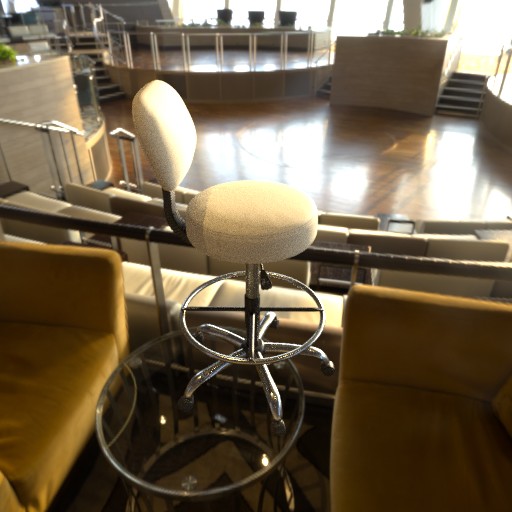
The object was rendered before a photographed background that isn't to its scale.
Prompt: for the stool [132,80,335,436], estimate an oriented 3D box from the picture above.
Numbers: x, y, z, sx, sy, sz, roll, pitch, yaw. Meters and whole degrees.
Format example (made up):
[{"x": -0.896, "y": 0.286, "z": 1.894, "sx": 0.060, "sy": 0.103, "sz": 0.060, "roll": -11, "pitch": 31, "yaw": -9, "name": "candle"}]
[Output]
[{"x": 0.000, "y": 0.000, "z": 1.478, "sx": 0.616, "sy": 1.080, "sz": 0.609, "roll": 0, "pitch": 31, "yaw": 1, "name": "stool"}]
